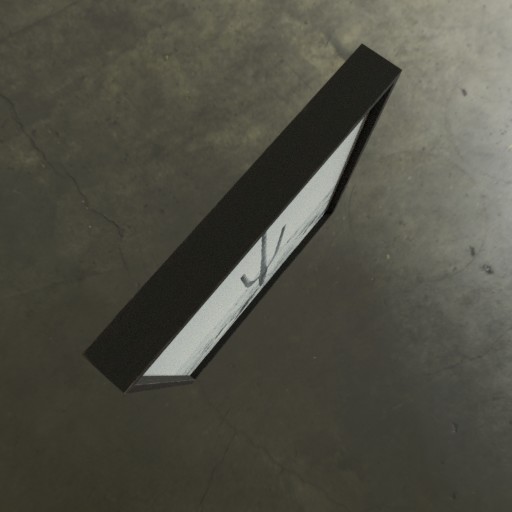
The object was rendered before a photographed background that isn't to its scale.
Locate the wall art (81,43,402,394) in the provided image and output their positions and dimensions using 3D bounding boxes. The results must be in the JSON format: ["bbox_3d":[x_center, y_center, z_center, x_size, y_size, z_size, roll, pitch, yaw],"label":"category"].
[{"bbox_3d":[0.000,0.000,0.457,0.038,0.305,0.305,38,78,9],"label":"wall art"}]
